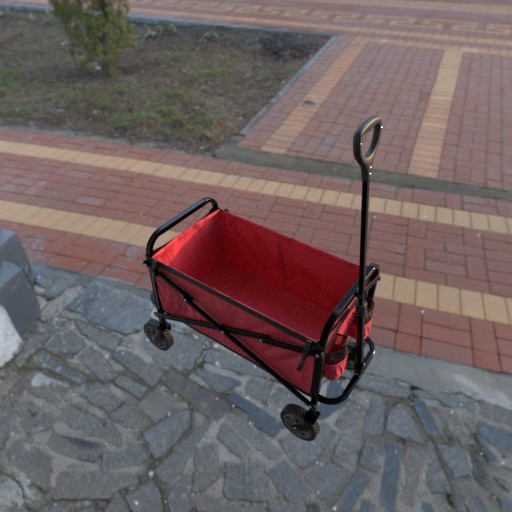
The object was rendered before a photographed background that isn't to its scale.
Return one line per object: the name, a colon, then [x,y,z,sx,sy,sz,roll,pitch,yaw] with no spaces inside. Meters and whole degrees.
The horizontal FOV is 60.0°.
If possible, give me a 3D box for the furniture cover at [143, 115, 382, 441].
furniture cover: [0.000,0.000,1.764,1.038,1.295,0.532,24,45,27]
